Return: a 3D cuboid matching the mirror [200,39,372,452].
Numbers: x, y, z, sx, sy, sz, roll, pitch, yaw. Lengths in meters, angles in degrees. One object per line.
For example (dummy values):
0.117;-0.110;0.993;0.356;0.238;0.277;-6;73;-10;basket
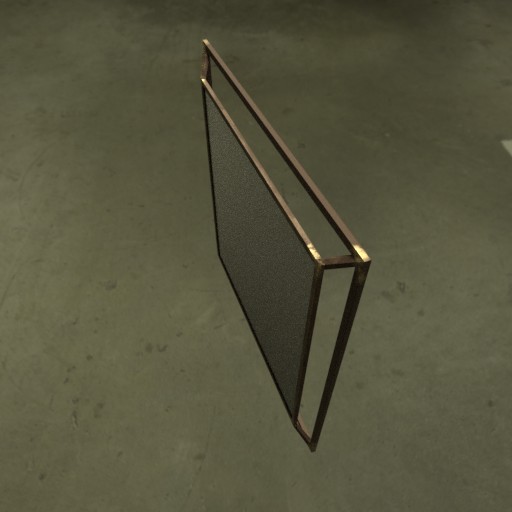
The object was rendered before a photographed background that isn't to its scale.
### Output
0.000;0.000;0.892;0.032;0.610;0.610;-16;50;-14;mirror
